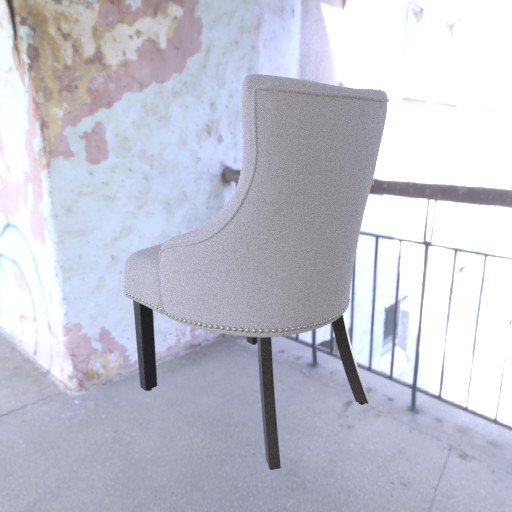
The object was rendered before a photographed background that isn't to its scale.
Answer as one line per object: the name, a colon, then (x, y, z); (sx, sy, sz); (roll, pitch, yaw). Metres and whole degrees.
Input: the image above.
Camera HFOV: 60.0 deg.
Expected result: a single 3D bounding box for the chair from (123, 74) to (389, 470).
chair: (0.000, 0.000, 1.294); (0.566, 0.909, 0.629); (-14, 21, -42)
